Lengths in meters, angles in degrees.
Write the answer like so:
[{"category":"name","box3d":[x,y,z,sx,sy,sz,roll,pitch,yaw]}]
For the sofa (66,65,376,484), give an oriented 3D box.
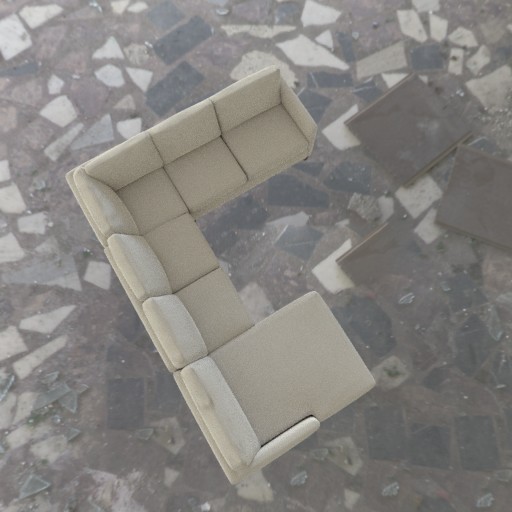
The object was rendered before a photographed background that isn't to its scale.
[{"category":"sofa","box3d":[0.000,0.000,4.600,2.593,0.956,3.459,-30,77,-8]}]
